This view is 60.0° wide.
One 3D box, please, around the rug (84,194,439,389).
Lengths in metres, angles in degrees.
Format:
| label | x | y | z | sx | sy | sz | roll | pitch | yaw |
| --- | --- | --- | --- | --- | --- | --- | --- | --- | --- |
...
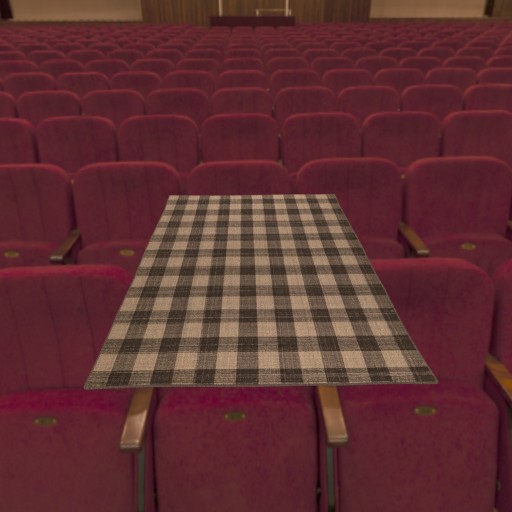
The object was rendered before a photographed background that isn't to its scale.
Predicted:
| label | x | y | z | sx | sy | sz | roll | pitch | yaw |
| --- | --- | --- | --- | --- | --- | --- | --- | --- | --- |
| rug | 0.000 | 0.000 | 3.029 | 1.554 | 0.011 | 2.476 | -1 | 27 | -1 |
